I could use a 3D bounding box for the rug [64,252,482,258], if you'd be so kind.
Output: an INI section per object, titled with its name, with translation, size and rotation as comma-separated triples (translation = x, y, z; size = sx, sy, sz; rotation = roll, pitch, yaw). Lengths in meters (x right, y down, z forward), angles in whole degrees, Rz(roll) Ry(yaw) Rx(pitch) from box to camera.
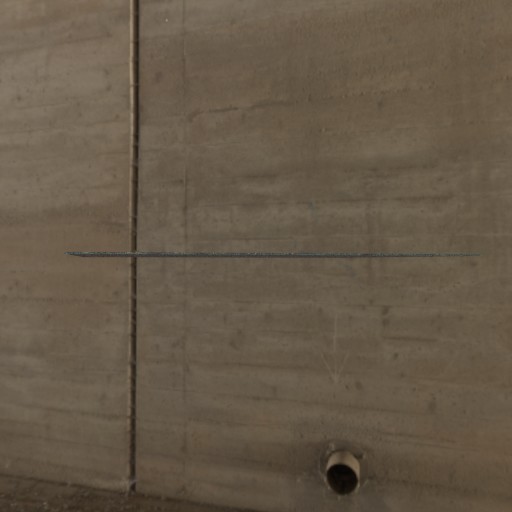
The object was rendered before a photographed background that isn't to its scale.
[rug]
translation = 0.000, 0.000, 4.367
size = 3.291, 0.013, 2.337
rotation = 0, -1, -19
